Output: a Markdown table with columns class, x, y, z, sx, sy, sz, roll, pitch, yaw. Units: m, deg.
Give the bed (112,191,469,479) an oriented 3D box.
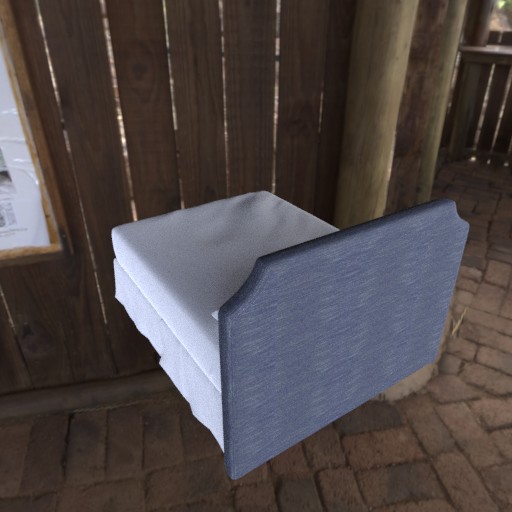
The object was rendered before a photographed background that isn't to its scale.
| class | x | y | z | sx | sy | sz | roll | pitch | yaw |
| --- | --- | --- | --- | --- | --- | --- | --- | --- | --- |
| bed | 0.000 | 0.000 | 3.208 | 1.693 | 1.290 | 2.116 | -18 | 34 | -29 |
